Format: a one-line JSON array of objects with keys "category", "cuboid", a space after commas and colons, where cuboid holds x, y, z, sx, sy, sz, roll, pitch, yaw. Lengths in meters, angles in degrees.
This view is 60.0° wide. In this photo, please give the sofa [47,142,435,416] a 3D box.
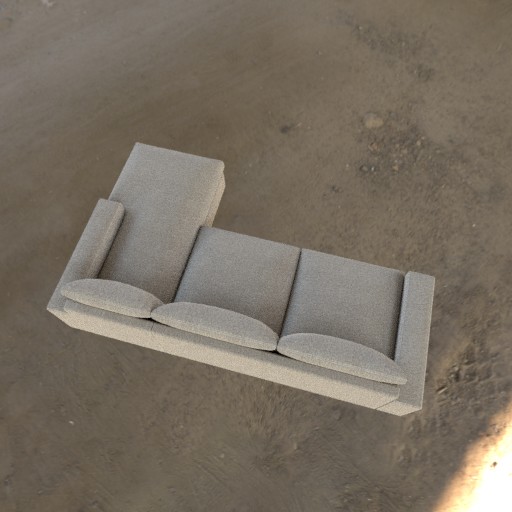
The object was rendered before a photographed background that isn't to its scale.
[{"category": "sofa", "cuboid": [0.000, 0.000, 3.503, 2.718, 0.813, 1.689, 14, 66, 6]}]
